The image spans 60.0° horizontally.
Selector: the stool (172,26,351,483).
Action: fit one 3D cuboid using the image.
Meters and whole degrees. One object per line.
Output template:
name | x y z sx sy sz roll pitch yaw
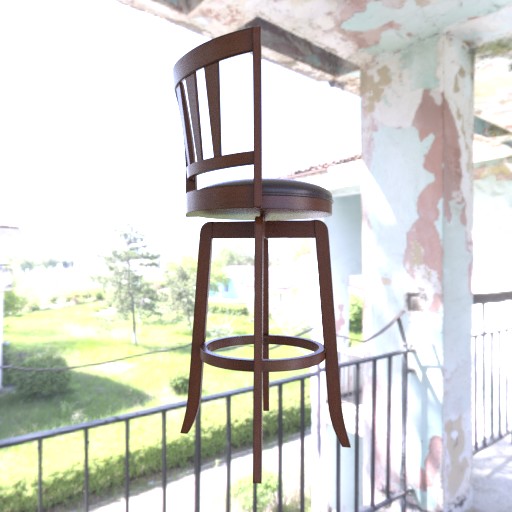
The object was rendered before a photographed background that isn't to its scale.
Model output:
stool | 0.000 0.000 1.406 0.503 1.177 0.464 0 0 -37
